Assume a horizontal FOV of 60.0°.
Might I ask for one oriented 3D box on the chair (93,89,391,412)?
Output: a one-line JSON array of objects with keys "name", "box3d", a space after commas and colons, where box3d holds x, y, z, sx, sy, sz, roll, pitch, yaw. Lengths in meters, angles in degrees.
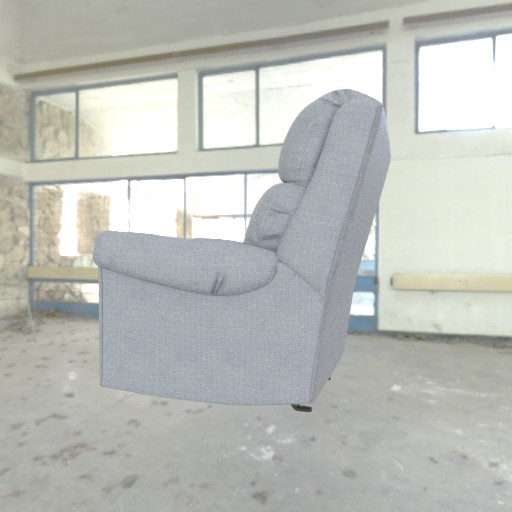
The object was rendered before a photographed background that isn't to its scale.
[{"name": "chair", "box3d": [0.000, 0.000, 1.771, 1.014, 1.054, 0.838, 0, 0, 19]}]
